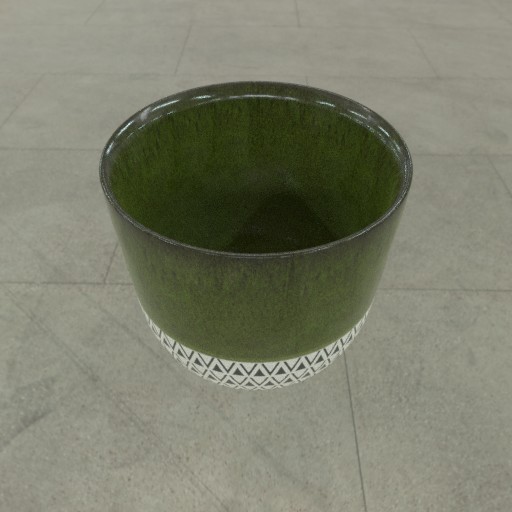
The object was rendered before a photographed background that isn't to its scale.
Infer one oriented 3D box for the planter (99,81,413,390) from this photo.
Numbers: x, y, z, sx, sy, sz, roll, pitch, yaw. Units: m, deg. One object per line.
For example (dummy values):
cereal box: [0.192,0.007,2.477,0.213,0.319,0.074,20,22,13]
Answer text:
planter: [0.000,0.000,0.481,0.266,0.270,0.266,0,46,0]
